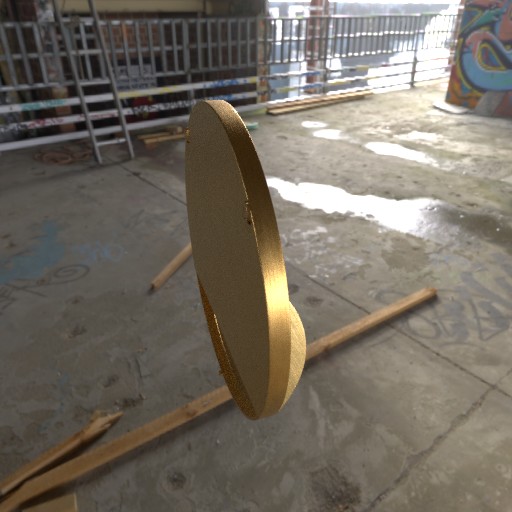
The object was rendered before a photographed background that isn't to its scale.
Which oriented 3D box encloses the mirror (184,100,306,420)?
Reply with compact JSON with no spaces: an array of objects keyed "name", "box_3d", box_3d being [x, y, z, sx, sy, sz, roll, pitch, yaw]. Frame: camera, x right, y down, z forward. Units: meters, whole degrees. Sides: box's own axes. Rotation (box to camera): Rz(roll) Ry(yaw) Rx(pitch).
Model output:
[{"name":"mirror","box_3d":[0.000,0.000,0.680,0.133,0.457,0.457,-10,31,-16]}]
